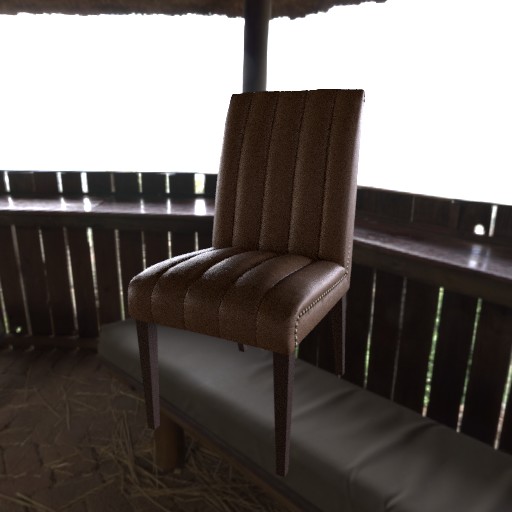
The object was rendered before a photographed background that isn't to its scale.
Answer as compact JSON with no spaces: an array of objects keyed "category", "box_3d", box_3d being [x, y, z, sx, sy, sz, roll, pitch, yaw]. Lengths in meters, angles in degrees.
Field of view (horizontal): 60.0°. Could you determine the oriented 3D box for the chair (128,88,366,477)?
[{"category":"chair","box_3d":[0.000,0.000,1.373,0.511,1.016,0.647,8,17,26]}]
